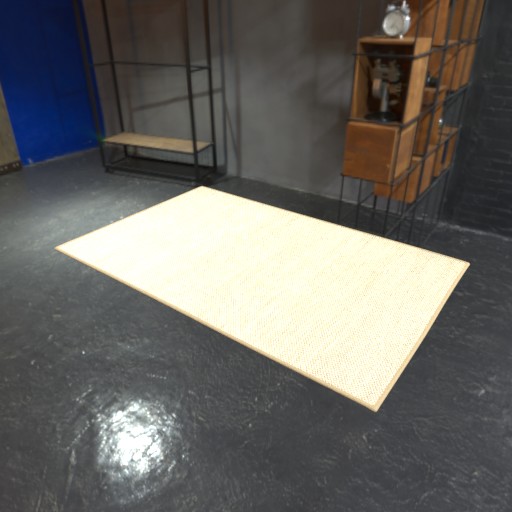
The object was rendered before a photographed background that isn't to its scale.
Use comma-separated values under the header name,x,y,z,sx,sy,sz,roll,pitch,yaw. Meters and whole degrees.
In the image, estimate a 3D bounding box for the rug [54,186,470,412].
name,x,y,z,sx,sy,sz,roll,pitch,yaw
rug,0.000,0.000,2.093,1.667,0.013,1.062,20,35,31
